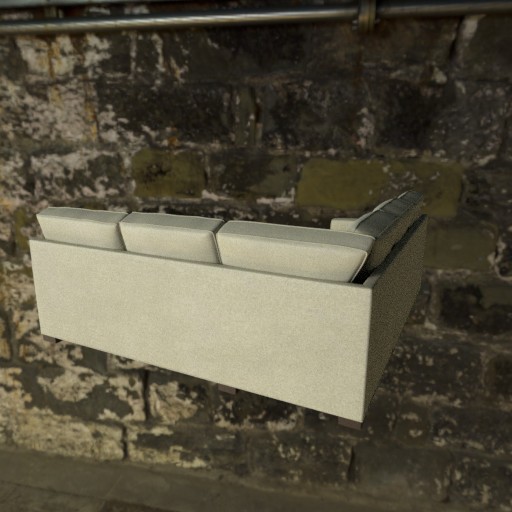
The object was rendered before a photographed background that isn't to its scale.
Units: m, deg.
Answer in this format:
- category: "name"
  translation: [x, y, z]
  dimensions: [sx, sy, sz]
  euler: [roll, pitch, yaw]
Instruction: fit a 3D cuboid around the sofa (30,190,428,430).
- category: "sofa"
  translation: [0.000, 0.000, 3.349]
  dimensions: [2.211, 0.936, 2.188]
  euler: [7, 16, 25]
